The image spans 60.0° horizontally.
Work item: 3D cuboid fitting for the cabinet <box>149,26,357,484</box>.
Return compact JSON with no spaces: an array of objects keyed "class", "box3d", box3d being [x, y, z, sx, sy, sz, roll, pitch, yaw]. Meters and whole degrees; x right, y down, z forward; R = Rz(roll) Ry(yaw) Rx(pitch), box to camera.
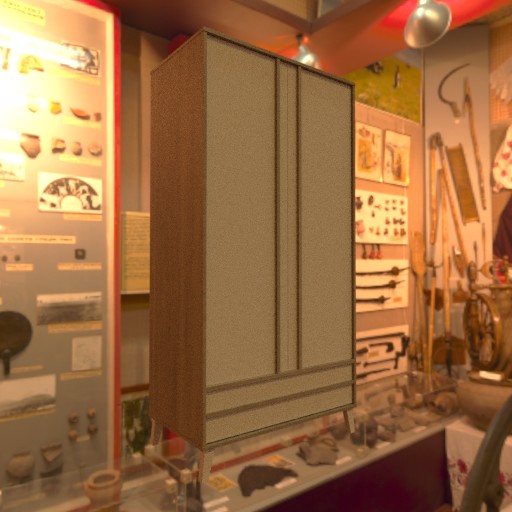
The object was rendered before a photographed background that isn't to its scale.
[{"class":"cabinet","box3d":[0.000,0.000,2.459,1.006,1.999,0.571,1,-2,-37]}]
